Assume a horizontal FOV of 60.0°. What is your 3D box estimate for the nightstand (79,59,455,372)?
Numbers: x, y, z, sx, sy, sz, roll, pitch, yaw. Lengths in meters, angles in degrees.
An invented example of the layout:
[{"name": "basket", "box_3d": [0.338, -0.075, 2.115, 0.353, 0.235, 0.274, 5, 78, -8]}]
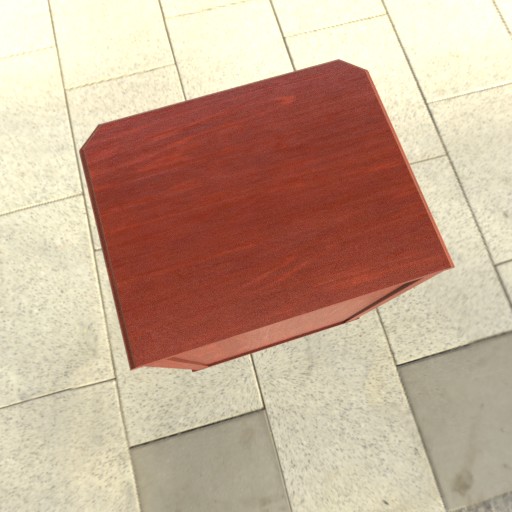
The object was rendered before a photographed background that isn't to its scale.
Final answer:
[{"name": "nightstand", "box_3d": [0.000, 0.000, 0.919, 0.435, 0.681, 0.351, -17, 76, -4]}]
